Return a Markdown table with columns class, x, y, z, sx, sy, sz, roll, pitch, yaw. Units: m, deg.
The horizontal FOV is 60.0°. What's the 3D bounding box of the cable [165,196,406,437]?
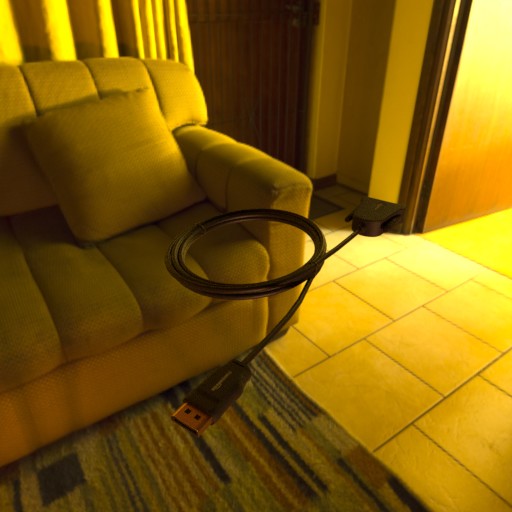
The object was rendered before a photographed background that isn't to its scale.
| class | x | y | z | sx | sy | sz | roll | pitch | yaw |
| --- | --- | --- | --- | --- | --- | --- | --- | --- | --- |
| cable | 0.000 | 0.000 | 0.327 | 0.136 | 0.015 | 0.281 | 19 | 36 | 29 |
